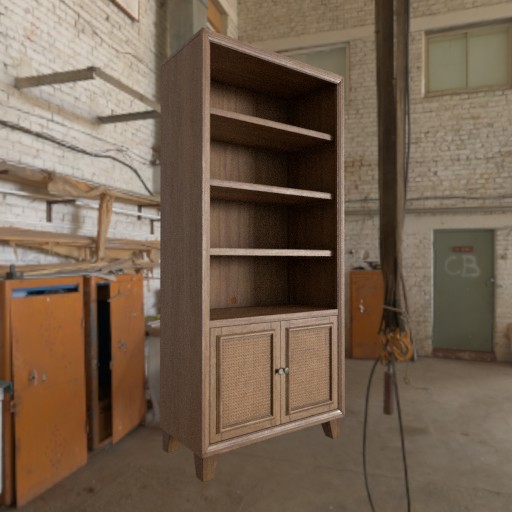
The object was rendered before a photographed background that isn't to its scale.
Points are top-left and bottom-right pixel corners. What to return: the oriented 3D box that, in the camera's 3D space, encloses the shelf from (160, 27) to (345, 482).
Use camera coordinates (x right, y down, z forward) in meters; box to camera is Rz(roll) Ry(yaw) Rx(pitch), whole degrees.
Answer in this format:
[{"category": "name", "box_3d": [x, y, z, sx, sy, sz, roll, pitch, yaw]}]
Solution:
[{"category": "shelf", "box_3d": [0.000, 0.000, 2.292, 0.864, 1.930, 0.453, 0, -1, -36]}]
